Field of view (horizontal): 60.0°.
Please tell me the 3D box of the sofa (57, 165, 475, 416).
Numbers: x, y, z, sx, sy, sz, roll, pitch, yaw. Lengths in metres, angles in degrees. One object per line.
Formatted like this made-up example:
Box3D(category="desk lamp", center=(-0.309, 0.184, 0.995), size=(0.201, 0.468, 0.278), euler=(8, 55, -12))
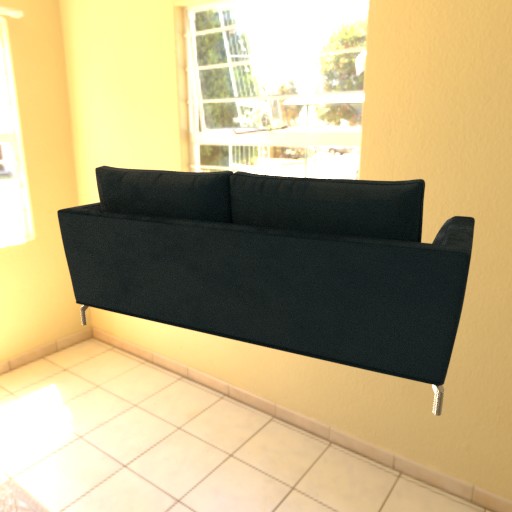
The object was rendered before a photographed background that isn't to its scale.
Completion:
Box3D(category="sofa", center=(0.000, 0.000, 2.555), size=(2.212, 0.998, 0.853), euler=(8, 17, 25))
